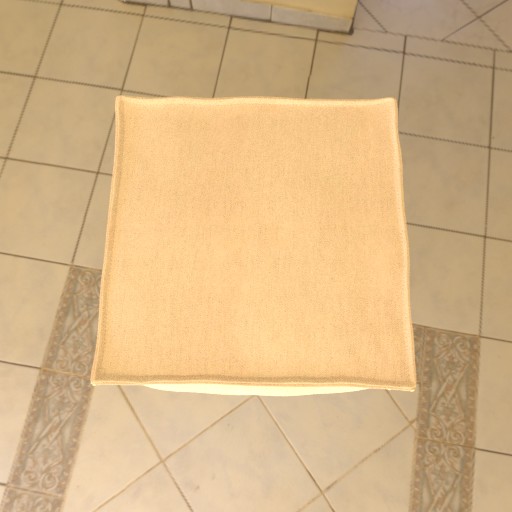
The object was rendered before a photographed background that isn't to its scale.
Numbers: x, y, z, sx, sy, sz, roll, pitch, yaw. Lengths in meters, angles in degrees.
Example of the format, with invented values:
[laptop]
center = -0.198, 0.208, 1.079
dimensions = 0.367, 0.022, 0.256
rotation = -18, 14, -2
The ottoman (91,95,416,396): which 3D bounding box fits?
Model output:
[ottoman]
center = 0.000, 0.000, 1.177
dimensions = 0.696, 0.470, 0.707
rotation = 0, 75, 0
